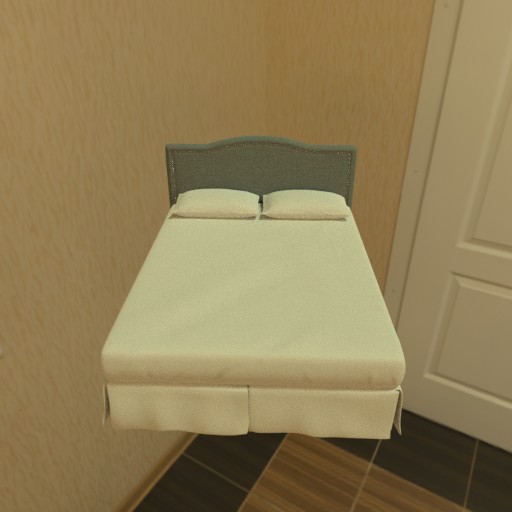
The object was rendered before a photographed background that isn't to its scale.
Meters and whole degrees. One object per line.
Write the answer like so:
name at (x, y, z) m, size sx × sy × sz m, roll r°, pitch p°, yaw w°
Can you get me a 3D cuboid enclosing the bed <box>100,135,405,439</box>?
bed at (0.000, 0.000, 3.953) m, size 2.161 × 1.457 × 2.689 m, roll 1°, pitch 30°, yaw 2°
